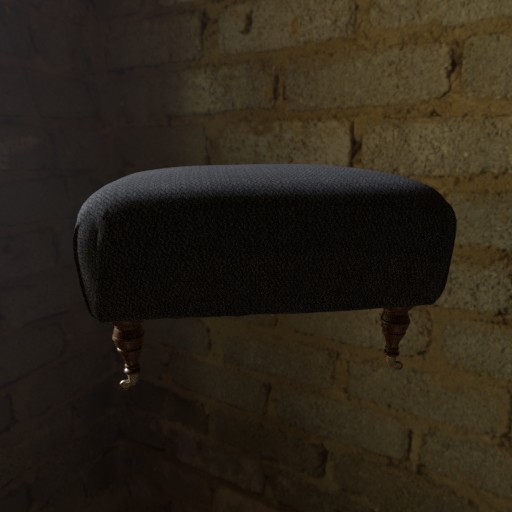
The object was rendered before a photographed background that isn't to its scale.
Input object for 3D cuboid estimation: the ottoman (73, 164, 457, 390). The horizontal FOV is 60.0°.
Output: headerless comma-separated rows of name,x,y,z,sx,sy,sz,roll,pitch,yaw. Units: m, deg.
ottoman,0.000,0.000,1.113,0.747,0.450,0.622,-2,14,-8
